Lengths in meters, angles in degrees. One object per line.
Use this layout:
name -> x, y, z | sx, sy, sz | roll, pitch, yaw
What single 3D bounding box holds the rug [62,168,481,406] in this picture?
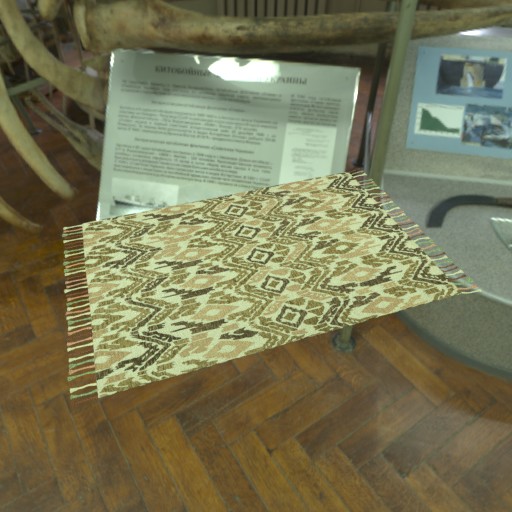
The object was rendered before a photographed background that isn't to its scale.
rug -> 0.000, 0.000, 2.962 | 2.438, 0.008, 1.524 | -13, 44, -14
